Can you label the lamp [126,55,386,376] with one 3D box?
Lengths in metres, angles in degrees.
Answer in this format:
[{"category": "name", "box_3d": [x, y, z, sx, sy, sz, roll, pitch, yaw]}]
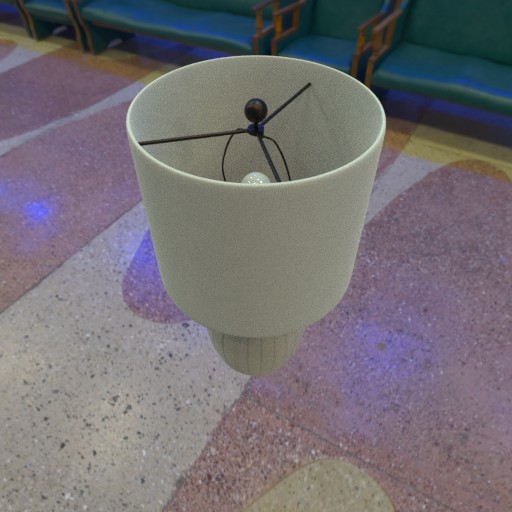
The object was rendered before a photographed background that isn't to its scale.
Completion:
[{"category": "lamp", "box_3d": [0.000, 0.000, 0.764, 0.328, 0.570, 0.328, 0, 46, 0]}]
